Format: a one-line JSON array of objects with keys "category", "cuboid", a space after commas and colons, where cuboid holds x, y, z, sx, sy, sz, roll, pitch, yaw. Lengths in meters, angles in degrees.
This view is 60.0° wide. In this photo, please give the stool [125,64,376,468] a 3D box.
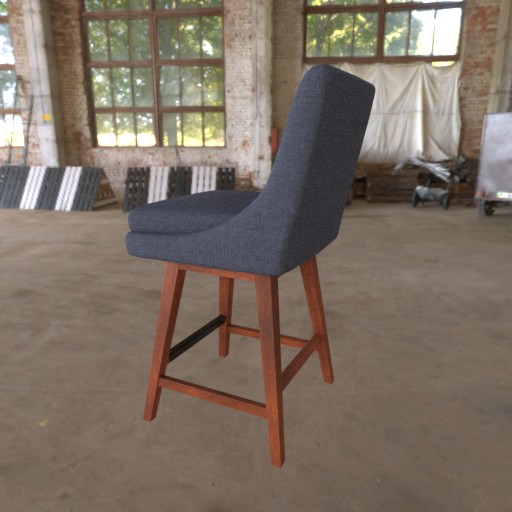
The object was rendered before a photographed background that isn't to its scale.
[{"category": "stool", "cuboid": [0.000, 0.000, 1.203, 0.524, 0.895, 0.467, 7, 17, 25]}]
